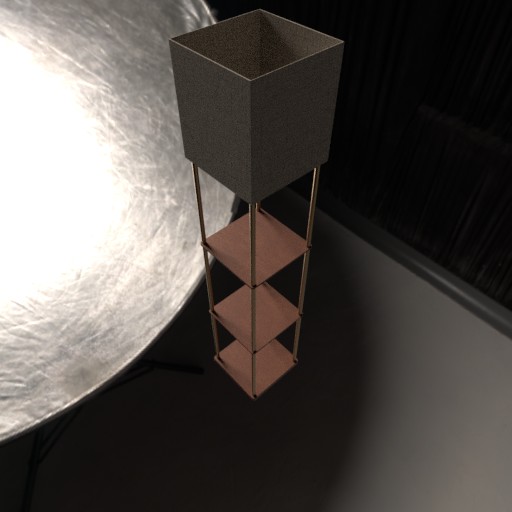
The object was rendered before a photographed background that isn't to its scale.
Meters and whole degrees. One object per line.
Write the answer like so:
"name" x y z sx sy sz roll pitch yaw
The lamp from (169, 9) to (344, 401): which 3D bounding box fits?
"lamp" 0.000 0.000 1.671 0.310 1.569 0.308 -34 56 -27
